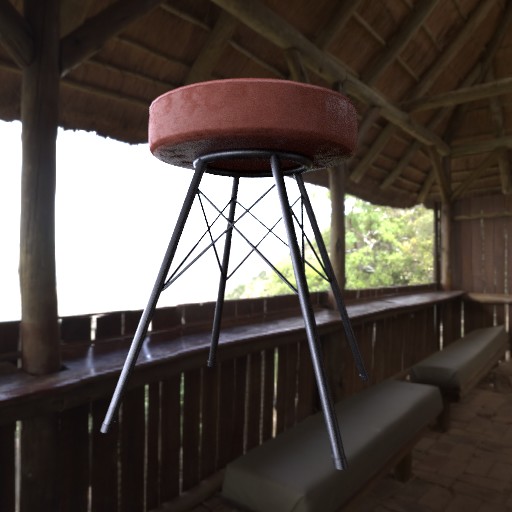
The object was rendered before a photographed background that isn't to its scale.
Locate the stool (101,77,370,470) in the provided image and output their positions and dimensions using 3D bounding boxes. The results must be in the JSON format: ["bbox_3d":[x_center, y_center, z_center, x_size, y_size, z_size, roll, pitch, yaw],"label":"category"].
[{"bbox_3d":[0.000,0.000,0.899,0.421,0.593,0.457,0,1,18],"label":"stool"}]
